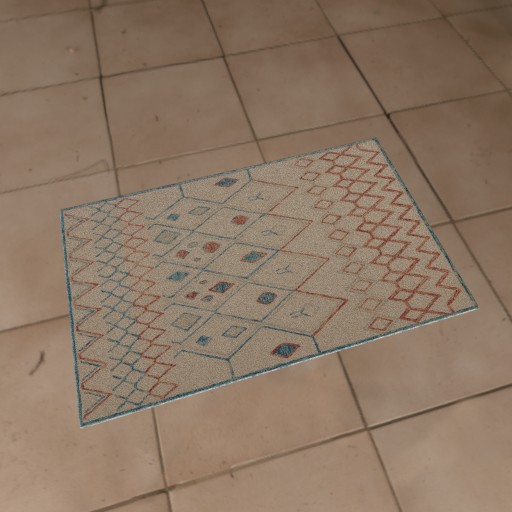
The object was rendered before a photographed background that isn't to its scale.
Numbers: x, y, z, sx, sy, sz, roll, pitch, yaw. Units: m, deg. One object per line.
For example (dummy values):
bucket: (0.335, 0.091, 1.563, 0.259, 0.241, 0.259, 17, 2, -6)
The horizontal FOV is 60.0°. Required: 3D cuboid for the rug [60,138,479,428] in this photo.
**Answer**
rug: (0.000, 0.000, 2.939, 2.438, 0.015, 1.524, -15, 60, -8)
